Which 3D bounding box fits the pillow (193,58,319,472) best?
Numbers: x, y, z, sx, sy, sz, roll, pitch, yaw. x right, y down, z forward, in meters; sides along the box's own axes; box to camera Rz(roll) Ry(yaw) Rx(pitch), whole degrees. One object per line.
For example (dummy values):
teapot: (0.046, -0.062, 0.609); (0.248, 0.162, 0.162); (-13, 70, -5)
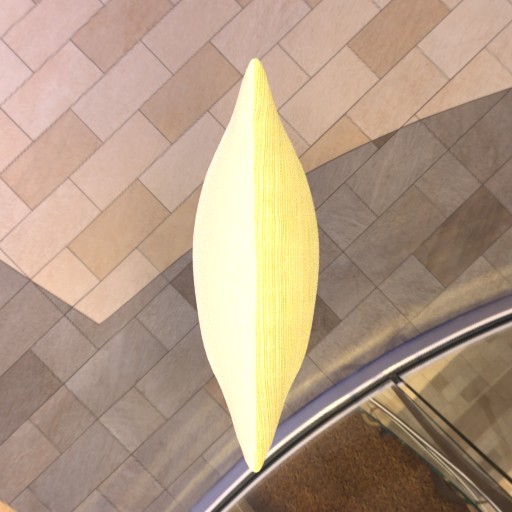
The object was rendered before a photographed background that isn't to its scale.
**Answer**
pillow: (0.000, 0.000, 0.808); (0.229, 0.487, 0.560); (0, 91, 0)
